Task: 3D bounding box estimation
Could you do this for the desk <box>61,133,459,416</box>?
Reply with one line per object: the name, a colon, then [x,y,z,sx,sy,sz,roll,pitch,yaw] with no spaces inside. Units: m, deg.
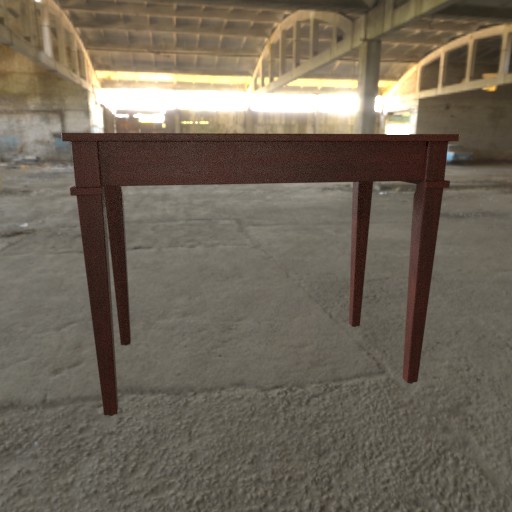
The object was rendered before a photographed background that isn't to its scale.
desk: [0.000,0.000,1.448,1.001,0.762,0.549,-3,15,-10]
